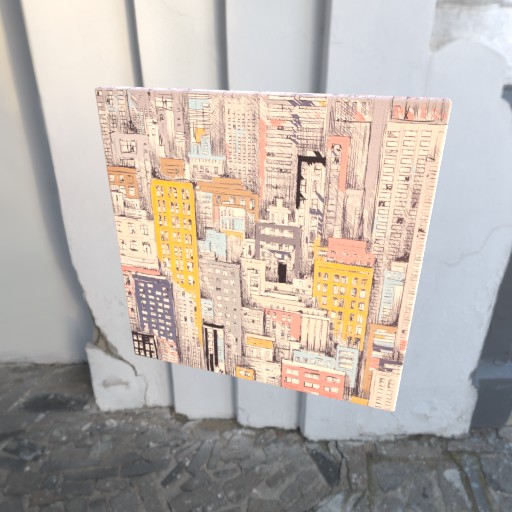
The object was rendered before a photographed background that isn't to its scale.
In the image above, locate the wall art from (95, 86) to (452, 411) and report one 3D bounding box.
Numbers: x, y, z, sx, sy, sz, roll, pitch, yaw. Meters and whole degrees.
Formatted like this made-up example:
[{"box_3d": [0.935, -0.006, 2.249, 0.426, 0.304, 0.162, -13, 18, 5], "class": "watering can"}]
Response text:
[{"box_3d": [0.000, 0.000, 1.094, 0.761, 0.762, 0.048, 8, 27, 16], "class": "wall art"}]
